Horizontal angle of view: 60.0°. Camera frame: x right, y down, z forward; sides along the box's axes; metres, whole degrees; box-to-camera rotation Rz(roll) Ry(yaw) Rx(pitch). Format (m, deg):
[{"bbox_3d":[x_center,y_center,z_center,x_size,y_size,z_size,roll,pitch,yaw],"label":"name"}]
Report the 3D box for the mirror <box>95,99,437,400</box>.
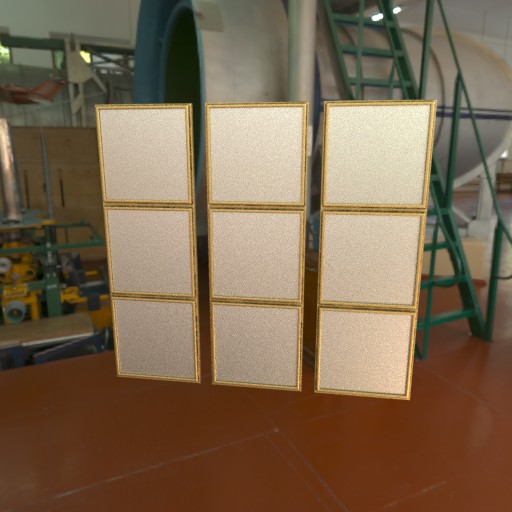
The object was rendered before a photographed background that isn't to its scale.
[{"bbox_3d":[0.000,0.000,1.407,1.011,0.926,0.023,2,14,8],"label":"mirror"}]
